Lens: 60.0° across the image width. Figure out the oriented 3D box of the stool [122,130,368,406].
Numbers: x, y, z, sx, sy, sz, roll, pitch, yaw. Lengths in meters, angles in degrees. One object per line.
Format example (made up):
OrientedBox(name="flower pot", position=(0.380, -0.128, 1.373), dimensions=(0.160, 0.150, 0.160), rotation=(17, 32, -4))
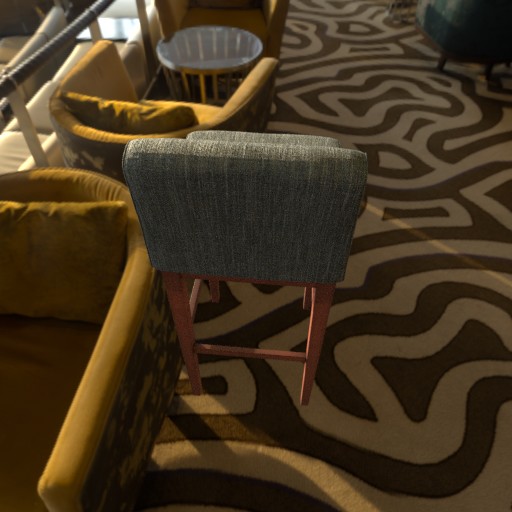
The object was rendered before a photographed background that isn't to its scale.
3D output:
OrientedBox(name="stool", position=(0.000, 0.000, 1.247), dimensions=(0.426, 0.965, 0.499), rotation=(4, 47, 4))
